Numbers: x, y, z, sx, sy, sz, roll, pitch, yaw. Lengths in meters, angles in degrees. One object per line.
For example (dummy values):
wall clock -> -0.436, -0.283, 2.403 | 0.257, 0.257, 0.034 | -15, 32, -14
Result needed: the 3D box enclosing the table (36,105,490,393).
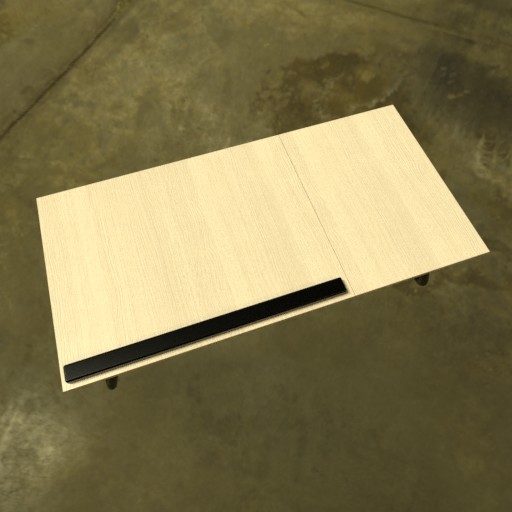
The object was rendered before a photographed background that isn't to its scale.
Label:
table -> 0.000, 0.000, 0.792 | 0.644, 0.242, 0.322 | -17, 64, -9
